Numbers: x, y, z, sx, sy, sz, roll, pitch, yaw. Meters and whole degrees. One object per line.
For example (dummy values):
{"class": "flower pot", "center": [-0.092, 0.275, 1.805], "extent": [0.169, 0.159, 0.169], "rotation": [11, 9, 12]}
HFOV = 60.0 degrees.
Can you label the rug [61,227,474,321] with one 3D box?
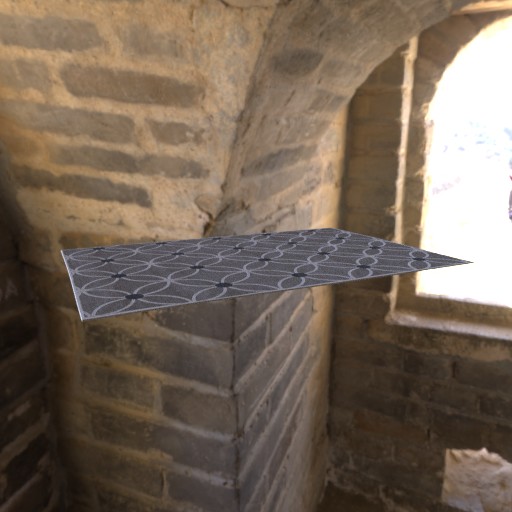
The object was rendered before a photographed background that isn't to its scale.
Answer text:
{"class": "rug", "center": [0.000, 0.000, 2.915], "extent": [2.284, 0.008, 1.522], "rotation": [-6, 14, -25]}
